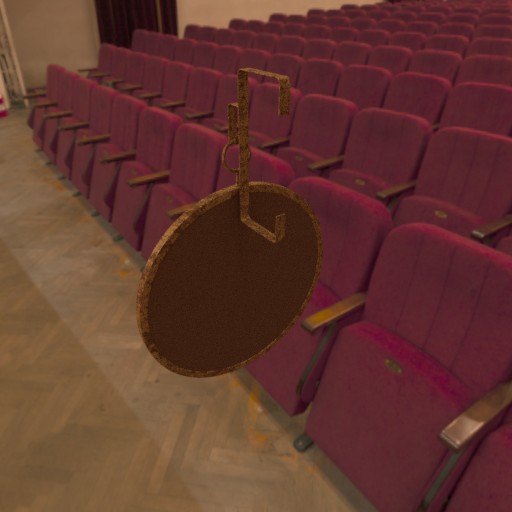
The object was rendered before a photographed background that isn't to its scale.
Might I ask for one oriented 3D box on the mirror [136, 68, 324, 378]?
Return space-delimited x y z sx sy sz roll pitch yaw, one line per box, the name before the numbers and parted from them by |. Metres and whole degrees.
mirror | 0.000 0.000 0.835 0.447 0.651 0.144 -20 36 -29
